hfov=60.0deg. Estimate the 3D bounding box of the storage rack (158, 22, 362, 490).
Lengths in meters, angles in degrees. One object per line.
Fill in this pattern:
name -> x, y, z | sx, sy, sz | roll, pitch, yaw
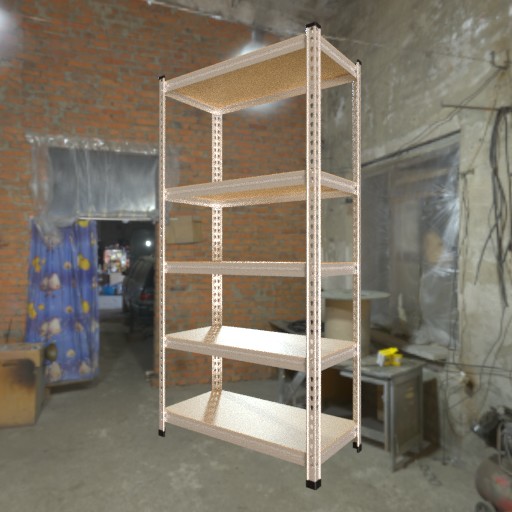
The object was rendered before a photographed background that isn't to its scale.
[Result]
storage rack -> 0.000, 0.000, 2.180 | 0.914, 1.829, 0.457 | 0, 0, 36
